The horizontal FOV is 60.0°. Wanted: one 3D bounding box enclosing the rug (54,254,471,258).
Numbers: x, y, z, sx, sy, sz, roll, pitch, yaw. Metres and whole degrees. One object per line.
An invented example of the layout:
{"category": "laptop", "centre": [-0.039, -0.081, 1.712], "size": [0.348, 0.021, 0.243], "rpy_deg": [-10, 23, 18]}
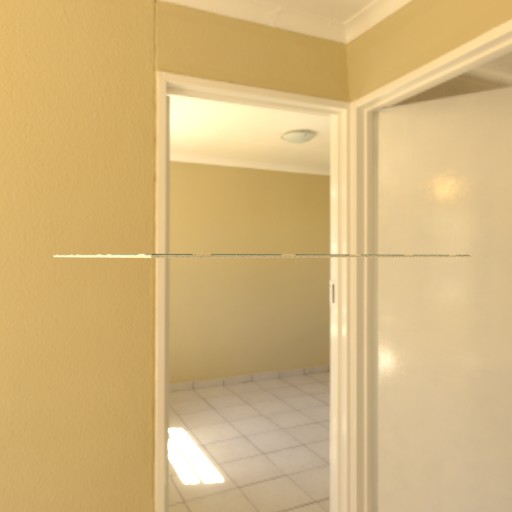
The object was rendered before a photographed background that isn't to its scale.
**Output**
{"category": "rug", "centre": [0.000, 0.000, 4.151], "size": [3.049, 0.021, 2.466], "rpy_deg": [0, 0, -35]}
